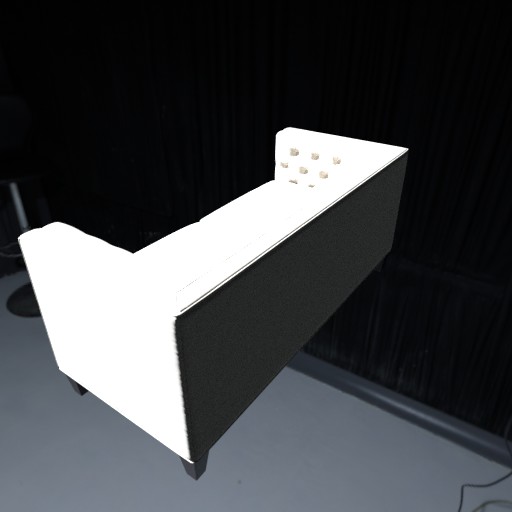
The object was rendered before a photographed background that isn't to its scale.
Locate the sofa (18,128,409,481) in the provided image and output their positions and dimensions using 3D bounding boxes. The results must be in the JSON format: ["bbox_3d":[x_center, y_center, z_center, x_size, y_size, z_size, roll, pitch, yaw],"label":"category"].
[{"bbox_3d":[0.000,0.000,2.151,0.775,0.762,1.778,20,36,30],"label":"sofa"}]
